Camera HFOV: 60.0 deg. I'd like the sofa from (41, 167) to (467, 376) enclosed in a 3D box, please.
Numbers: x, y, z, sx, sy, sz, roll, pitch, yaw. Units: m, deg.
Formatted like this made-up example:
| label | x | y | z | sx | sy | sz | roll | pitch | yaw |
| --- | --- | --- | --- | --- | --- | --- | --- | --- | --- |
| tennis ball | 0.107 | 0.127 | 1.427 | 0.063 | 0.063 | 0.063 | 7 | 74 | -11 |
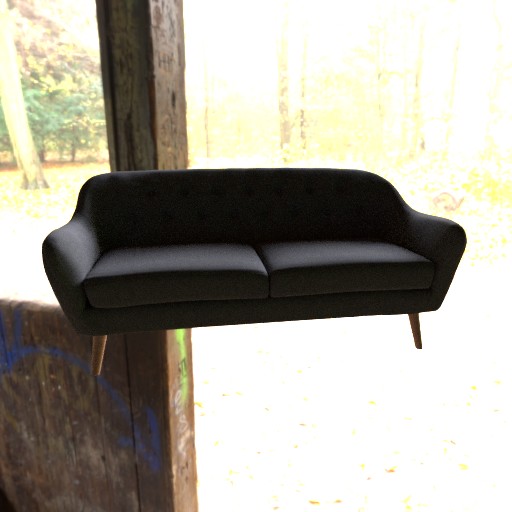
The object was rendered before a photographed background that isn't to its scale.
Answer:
| label | x | y | z | sx | sy | sz | roll | pitch | yaw |
| --- | --- | --- | --- | --- | --- | --- | --- | --- | --- |
| sofa | 0.000 | 0.000 | 2.240 | 1.840 | 0.820 | 0.820 | -3 | 16 | -9 |
